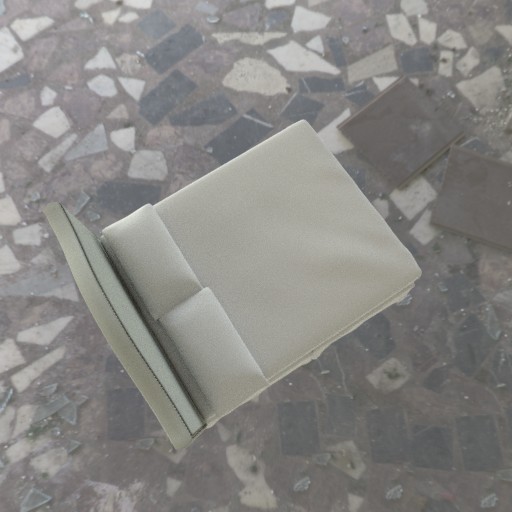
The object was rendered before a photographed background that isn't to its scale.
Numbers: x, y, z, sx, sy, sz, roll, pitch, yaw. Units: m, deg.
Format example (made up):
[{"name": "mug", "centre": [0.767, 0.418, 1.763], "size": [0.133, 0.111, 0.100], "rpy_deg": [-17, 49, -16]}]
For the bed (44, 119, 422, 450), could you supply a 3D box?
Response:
[{"name": "bed", "centre": [0.000, 0.000, 3.389], "size": [2.180, 1.607, 1.813], "rpy_deg": [-32, 77, -8]}]
